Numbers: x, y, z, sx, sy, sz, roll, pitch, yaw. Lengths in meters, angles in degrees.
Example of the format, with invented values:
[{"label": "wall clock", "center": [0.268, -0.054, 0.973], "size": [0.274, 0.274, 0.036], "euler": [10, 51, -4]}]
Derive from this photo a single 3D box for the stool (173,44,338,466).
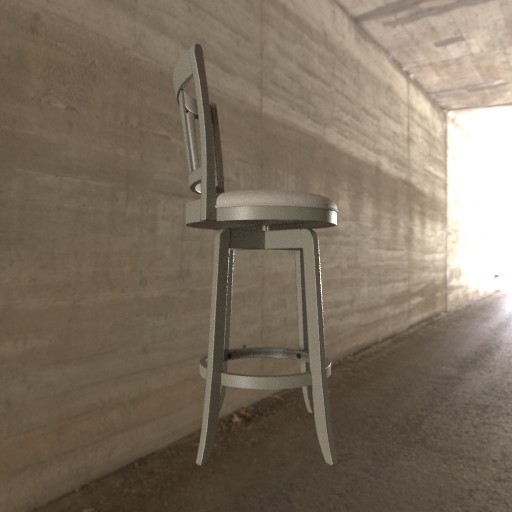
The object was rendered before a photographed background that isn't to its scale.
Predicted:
[{"label": "stool", "center": [0.000, 0.000, 1.297], "size": [0.475, 1.042, 0.436], "euler": [0, 0, 0]}]
